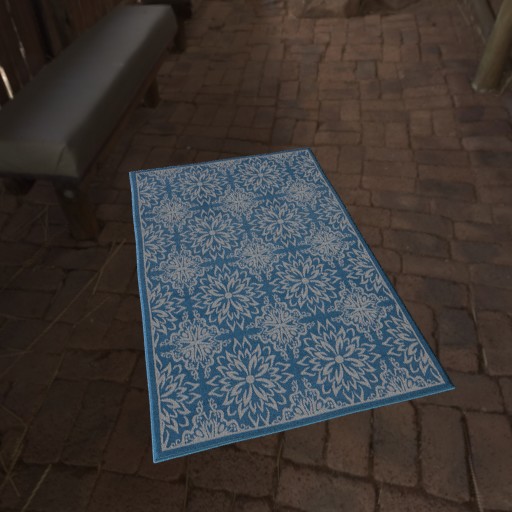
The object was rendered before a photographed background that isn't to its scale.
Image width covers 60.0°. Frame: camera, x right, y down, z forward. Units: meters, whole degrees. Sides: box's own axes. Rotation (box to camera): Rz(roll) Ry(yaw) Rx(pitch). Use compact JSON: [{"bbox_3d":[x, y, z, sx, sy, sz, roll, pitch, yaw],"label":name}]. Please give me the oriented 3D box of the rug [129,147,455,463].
[{"bbox_3d":[0.000,0.000,3.491,1.830,0.018,2.769,-10,47,-10],"label":"rug"}]
